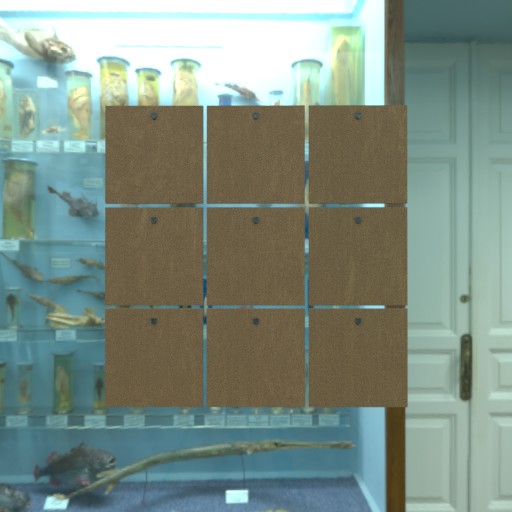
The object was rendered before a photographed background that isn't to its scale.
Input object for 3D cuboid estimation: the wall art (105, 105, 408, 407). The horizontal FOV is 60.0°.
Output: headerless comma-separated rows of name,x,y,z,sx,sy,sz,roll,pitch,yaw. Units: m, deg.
wall art,0.000,0.000,2.238,1.526,1.522,0.023,0,0,0
